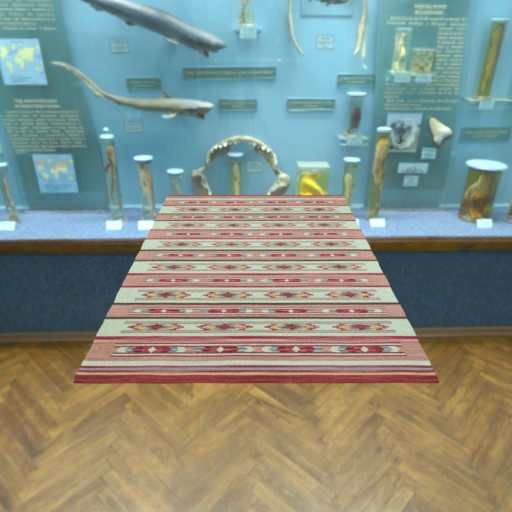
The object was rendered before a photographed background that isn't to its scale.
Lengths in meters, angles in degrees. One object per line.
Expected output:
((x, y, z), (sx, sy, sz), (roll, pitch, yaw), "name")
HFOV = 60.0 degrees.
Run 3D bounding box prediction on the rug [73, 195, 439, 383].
((0.000, 0.000, 2.275), (1.223, 0.008, 1.817), (0, 28, 0), "rug")
